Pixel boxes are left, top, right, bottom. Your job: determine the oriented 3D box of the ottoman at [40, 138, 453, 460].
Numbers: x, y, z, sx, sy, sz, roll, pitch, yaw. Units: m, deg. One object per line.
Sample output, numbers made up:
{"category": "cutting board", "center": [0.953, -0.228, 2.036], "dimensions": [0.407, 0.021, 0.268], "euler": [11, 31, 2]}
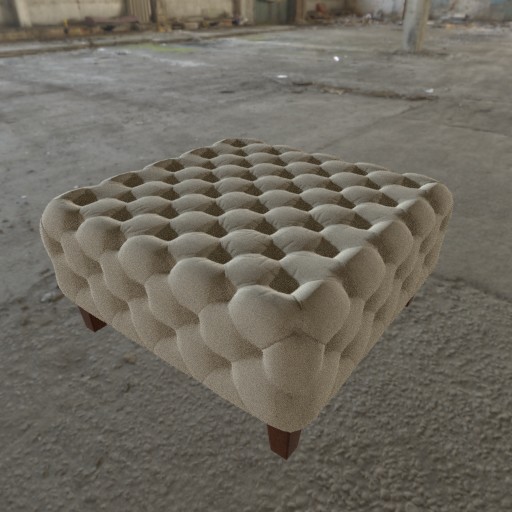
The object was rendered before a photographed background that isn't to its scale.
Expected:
{"category": "ottoman", "center": [0.000, 0.000, 1.154], "dimensions": [0.755, 0.376, 0.753], "euler": [21, 37, 32]}
